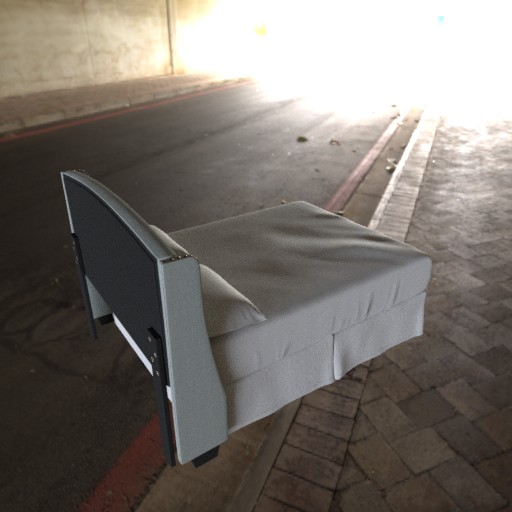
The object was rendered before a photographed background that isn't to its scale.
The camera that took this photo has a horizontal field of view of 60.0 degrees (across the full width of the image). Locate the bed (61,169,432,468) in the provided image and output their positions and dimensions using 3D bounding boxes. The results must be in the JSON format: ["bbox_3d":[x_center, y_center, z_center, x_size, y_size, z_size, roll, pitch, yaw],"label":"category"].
[{"bbox_3d":[0.000,0.000,3.323,2.237,1.407,1.710,-17,32,-31],"label":"bed"}]
